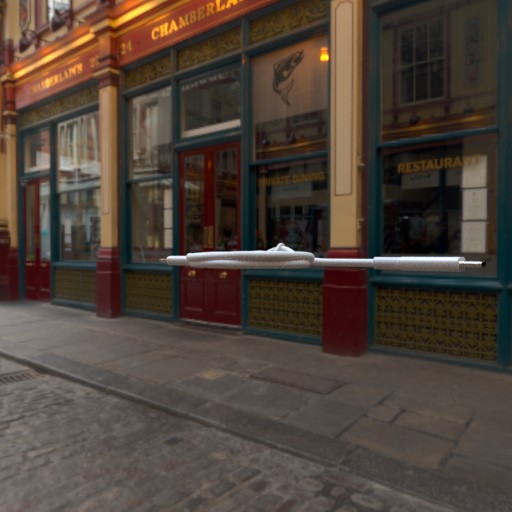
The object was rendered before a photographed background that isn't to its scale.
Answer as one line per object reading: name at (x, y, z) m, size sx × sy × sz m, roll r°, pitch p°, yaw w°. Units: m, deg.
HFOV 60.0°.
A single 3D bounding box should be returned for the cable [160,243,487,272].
cable at (0.000, 0.000, 0.229) m, size 0.203 × 0.014 × 0.070 m, roll 0°, pitch 0°, yaw 37°
